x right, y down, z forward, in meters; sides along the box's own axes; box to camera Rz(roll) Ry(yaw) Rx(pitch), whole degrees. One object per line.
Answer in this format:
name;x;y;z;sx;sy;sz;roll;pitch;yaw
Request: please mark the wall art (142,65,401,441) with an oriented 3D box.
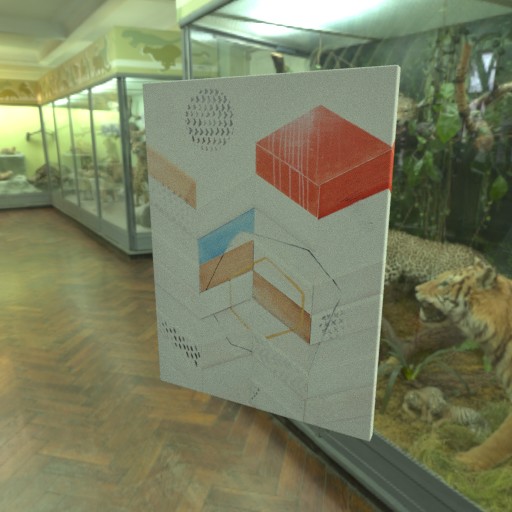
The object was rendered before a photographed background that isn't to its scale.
wall art;0.000;0.000;1.338;0.759;1.014;0.045;7;16;26
